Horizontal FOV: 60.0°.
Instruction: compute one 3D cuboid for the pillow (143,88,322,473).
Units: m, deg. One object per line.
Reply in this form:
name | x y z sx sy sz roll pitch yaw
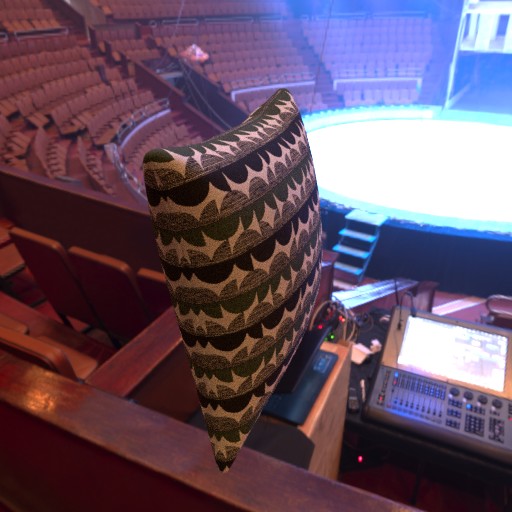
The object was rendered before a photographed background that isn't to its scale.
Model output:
pillow | 0.000 0.000 0.640 0.180 0.404 0.419 10 30 17
